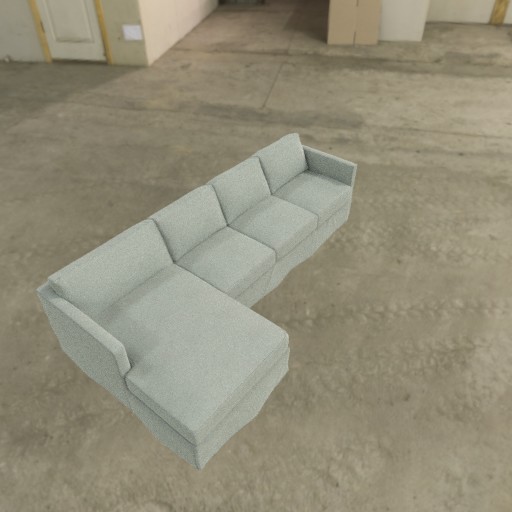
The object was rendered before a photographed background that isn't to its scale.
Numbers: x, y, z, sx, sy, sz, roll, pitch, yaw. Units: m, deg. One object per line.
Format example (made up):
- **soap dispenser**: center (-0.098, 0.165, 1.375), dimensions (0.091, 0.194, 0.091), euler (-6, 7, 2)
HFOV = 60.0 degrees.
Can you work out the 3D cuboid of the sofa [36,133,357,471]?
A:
- **sofa**: center (0.000, 0.000, 3.966), dimensions (1.650, 0.922, 3.205), euler (27, 47, 29)
